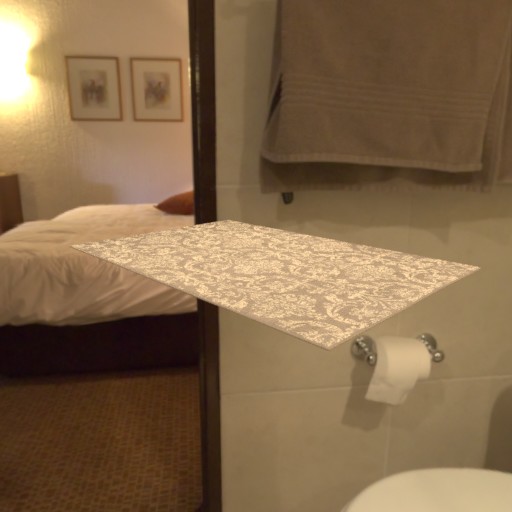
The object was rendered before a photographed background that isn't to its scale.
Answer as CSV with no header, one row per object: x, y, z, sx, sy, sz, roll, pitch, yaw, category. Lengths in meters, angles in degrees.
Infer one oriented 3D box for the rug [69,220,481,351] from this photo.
0.000,0.000,3.496,1.819,0.018,2.746,-14,20,-43,rug
